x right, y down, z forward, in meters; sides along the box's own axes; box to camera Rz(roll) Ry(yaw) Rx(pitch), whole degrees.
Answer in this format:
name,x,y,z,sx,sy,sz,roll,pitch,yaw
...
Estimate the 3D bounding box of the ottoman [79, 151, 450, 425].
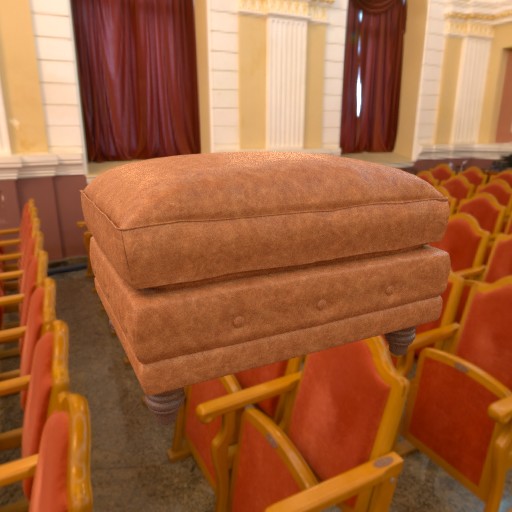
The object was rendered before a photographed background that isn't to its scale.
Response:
name,x,y,z,sx,sy,sz,roll,pitch,yaw
ottoman,0.000,0.000,1.055,0.710,0.480,0.533,-8,18,-26
